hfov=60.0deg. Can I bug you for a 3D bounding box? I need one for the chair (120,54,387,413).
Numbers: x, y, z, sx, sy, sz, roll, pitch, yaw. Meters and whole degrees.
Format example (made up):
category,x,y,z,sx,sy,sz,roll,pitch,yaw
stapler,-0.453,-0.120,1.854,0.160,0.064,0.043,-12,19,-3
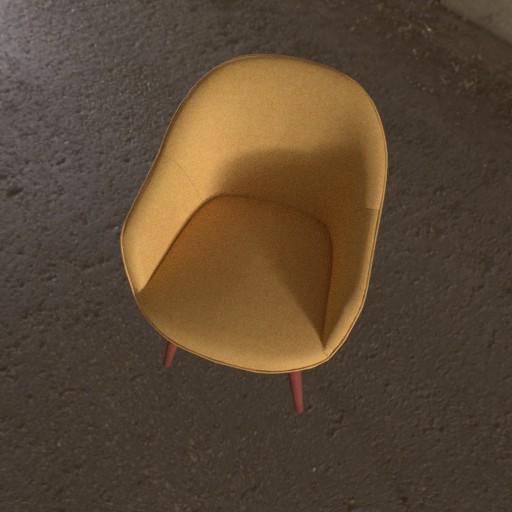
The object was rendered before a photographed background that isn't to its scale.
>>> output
category,x,y,z,sx,sy,sz,roll,pitch,yaw
chair,0.000,0.000,1.237,0.596,0.823,0.635,16,59,10
